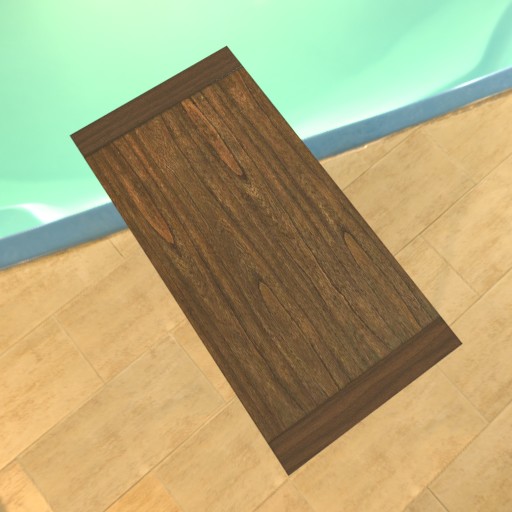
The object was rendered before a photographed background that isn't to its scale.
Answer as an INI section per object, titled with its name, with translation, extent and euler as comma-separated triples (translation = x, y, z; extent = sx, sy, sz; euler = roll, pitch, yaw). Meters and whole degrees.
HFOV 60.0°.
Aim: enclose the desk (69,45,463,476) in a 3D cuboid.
[desk]
translation = 0.000, 0.000, 2.035
extent = 0.784, 0.725, 1.543
euler = -33, 78, -8
